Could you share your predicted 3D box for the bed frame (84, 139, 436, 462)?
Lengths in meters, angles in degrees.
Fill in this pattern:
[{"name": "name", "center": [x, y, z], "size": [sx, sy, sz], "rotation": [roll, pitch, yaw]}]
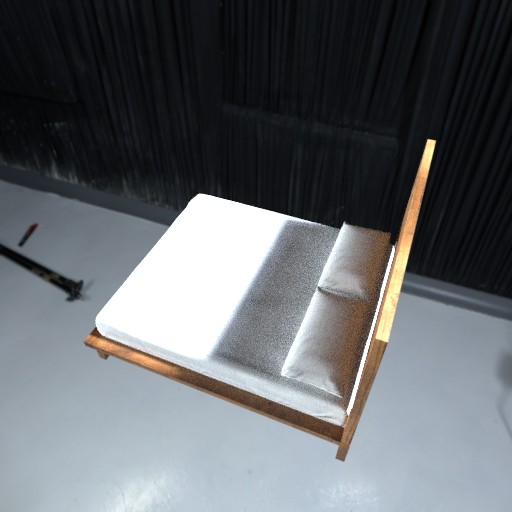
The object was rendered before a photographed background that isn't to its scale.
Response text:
[{"name": "bed frame", "center": [0.000, 0.000, 3.674], "size": [2.235, 1.537, 2.038], "rotation": [16, 47, 16]}]
